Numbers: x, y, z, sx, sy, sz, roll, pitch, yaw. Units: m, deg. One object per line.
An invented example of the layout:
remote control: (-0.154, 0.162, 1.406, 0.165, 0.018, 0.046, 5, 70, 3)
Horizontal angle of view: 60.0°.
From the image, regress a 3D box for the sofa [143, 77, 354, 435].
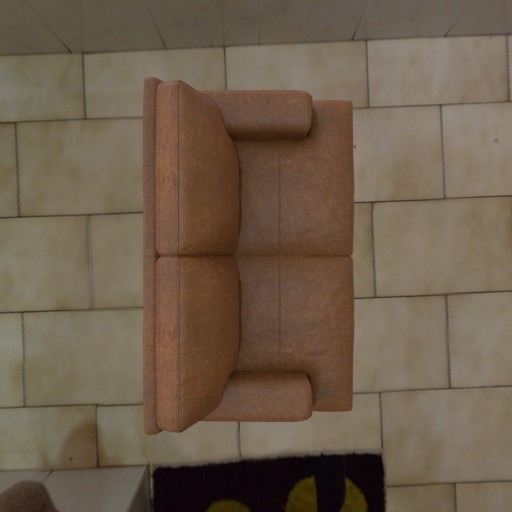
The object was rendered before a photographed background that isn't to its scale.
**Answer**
sofa: (0.000, 0.000, 2.513, 1.144, 0.966, 1.880, 0, 90, 0)
